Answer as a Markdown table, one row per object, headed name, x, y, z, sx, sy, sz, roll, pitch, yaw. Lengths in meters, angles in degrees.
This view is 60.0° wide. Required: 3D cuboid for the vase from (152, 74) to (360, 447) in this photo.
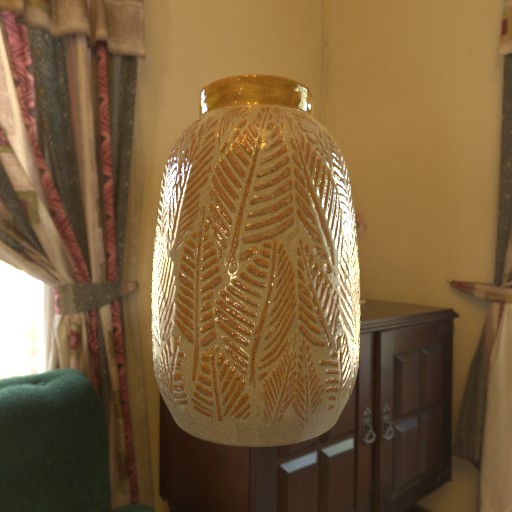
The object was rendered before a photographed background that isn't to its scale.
| name | x | y | z | sx | sy | sz | roll | pitch | yaw |
| --- | --- | --- | --- | --- | --- | --- | --- | --- | --- |
| vase | 0.000 | 0.000 | 0.376 | 0.172 | 0.270 | 0.172 | 0 | 0 | 0 |
